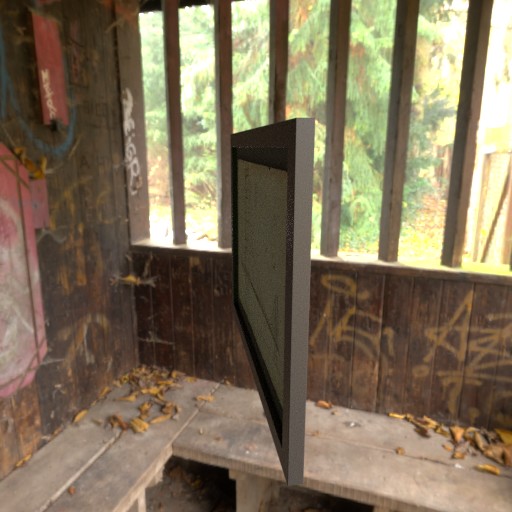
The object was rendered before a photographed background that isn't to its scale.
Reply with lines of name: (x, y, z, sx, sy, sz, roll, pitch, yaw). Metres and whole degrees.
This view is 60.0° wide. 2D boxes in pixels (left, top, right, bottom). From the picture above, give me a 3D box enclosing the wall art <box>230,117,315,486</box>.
wall art: (0.000, 0.000, 0.557, 0.016, 0.306, 0.432, -2, 14, -9)
